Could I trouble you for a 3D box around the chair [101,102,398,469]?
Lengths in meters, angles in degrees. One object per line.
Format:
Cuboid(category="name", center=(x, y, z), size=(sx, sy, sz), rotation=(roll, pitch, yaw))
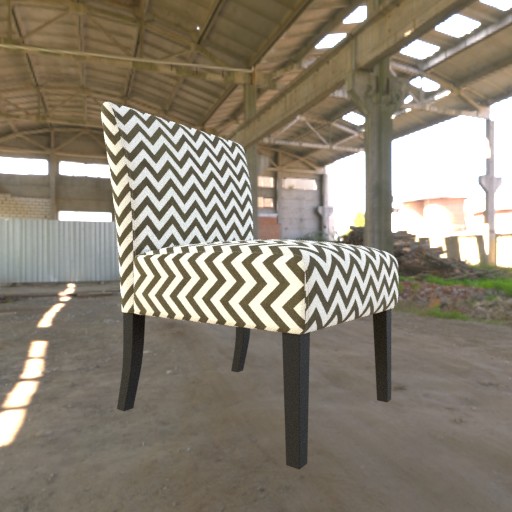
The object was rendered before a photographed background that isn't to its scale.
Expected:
Cuboid(category="chair", center=(0.000, 0.000, 1.257), size=(0.648, 0.838, 0.589), rotation=(0, 0, 36))
